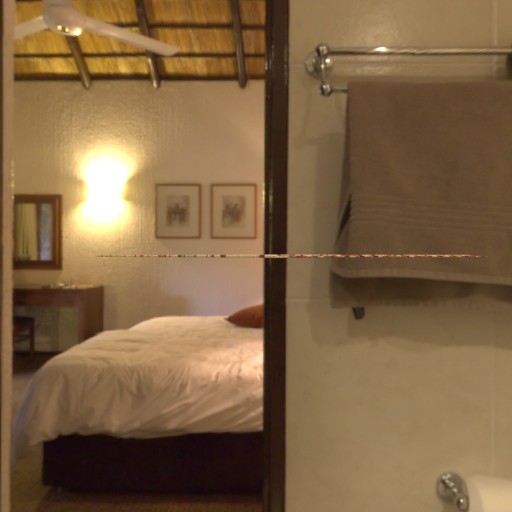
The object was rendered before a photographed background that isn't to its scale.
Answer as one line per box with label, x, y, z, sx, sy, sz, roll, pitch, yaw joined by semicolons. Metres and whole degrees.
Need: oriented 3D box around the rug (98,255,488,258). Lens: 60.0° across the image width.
rug;0.000;0.000;2.499;1.218;0.010;1.997;0;0;-36
